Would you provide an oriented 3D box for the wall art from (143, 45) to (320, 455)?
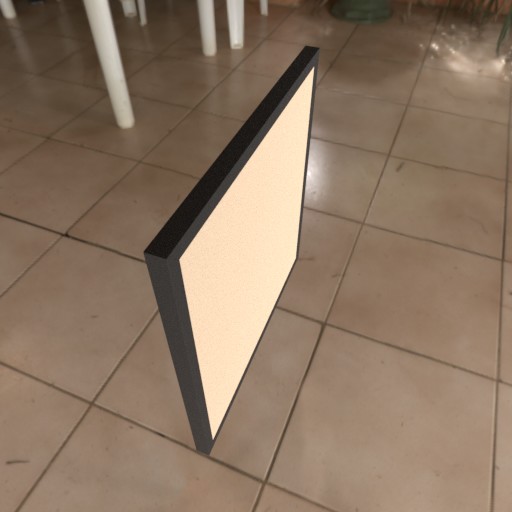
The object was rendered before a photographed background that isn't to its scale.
[{"bbox_3d":[0.000,0.000,0.454,0.015,0.304,0.306,16,49,15],"label":"wall art"}]
